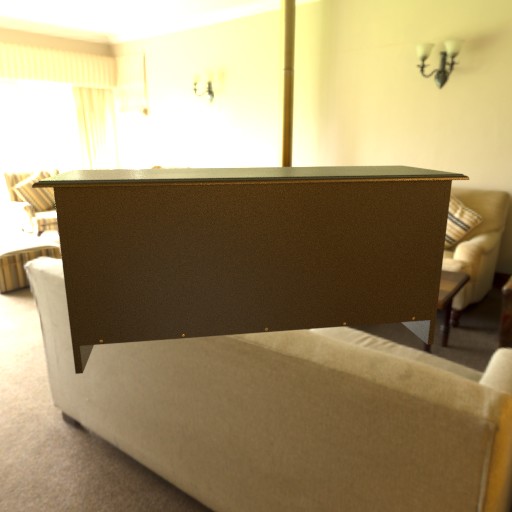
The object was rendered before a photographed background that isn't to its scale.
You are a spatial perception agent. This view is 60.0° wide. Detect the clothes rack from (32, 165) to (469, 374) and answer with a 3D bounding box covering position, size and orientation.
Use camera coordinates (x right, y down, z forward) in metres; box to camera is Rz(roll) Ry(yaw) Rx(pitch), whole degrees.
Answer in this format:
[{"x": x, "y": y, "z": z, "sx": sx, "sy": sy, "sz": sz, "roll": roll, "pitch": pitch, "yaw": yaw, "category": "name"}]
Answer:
[{"x": 0.000, "y": 0.000, "z": 1.482, "sx": 1.219, "sy": 0.556, "sz": 0.406, "roll": -3, "pitch": 16, "yaw": -9, "category": "clothes rack"}]
